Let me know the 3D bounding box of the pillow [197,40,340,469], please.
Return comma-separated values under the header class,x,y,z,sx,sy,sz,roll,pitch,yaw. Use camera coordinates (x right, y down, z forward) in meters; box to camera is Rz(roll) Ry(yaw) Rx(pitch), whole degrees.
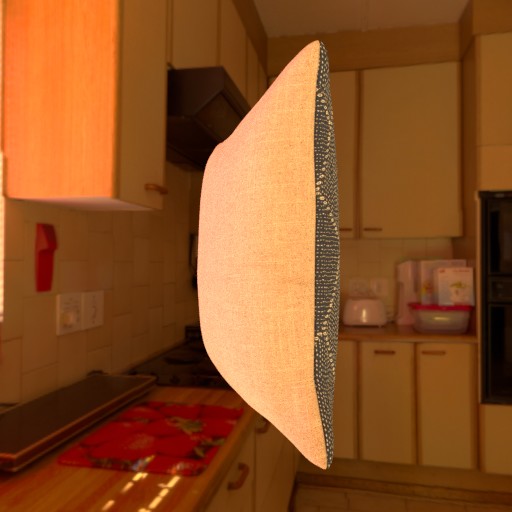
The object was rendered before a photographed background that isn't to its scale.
class,x,y,z,sx,sy,sz,roll,pitch,yaw
pillow,0.000,0.000,0.645,0.148,0.428,0.435,0,-1,-18
